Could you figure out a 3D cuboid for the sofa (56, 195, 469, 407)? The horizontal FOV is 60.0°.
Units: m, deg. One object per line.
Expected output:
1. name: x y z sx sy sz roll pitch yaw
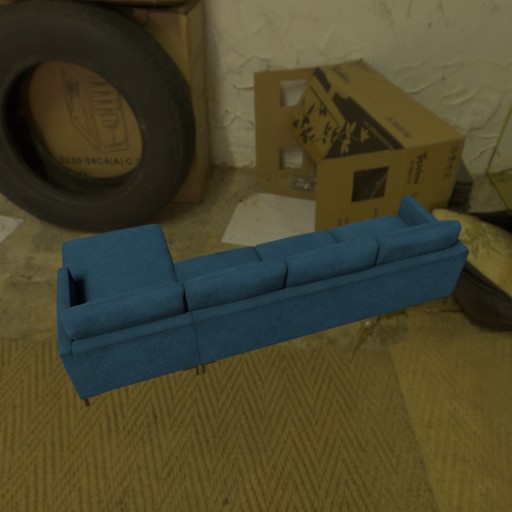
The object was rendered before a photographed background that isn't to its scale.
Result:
1. sofa: 0.000 0.000 3.508 2.932 0.810 1.350 -13 43 -14
